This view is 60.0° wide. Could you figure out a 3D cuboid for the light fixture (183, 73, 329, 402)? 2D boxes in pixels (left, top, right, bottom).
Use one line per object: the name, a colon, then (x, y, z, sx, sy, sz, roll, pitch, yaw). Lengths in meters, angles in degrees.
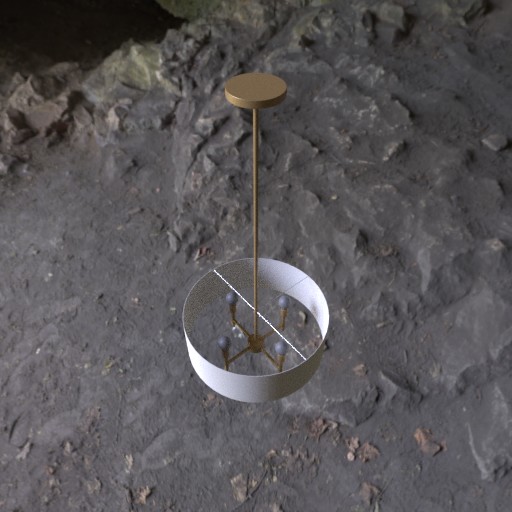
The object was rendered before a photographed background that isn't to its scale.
light fixture: (0.000, 0.000, 1.350, 0.508, 1.067, 0.508, 0, 46, 0)
